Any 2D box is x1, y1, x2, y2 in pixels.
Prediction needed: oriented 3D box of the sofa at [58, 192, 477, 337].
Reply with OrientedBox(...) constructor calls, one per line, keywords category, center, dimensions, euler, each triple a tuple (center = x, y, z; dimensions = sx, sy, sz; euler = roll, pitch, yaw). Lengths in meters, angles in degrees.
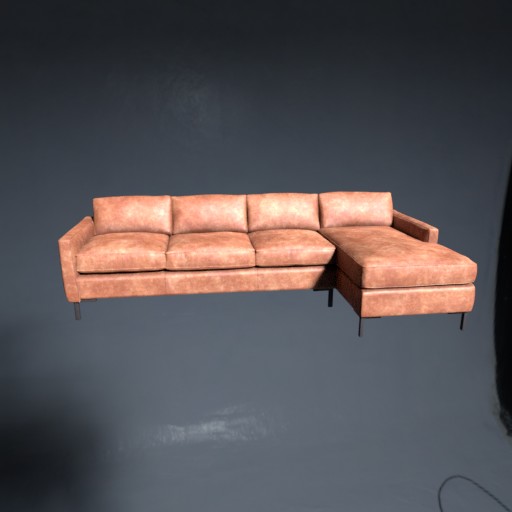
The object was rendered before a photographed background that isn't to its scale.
OrientedBox(category="sofa", center=(0.000, 0.000, 3.617), dimensions=(2.993, 0.859, 1.471), euler=(-2, 16, -7))
